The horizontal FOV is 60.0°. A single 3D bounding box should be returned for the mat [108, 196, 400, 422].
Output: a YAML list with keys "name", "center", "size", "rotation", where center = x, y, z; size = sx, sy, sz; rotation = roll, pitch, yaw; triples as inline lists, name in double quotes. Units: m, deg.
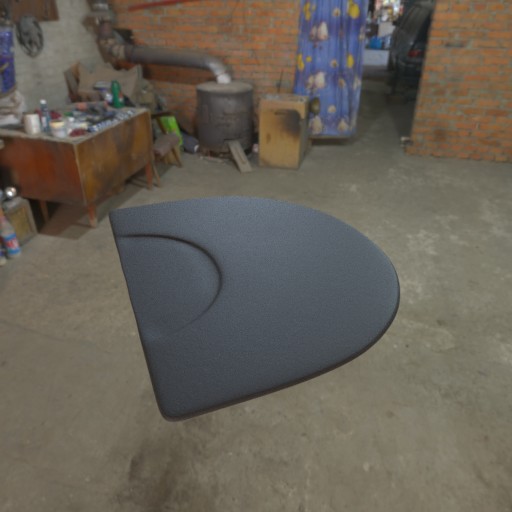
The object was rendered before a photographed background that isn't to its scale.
- name: "mat"
  center: [0.000, 0.000, 1.593]
  size: [0.917, 0.016, 1.220]
  rotation: [-11, 32, -19]
